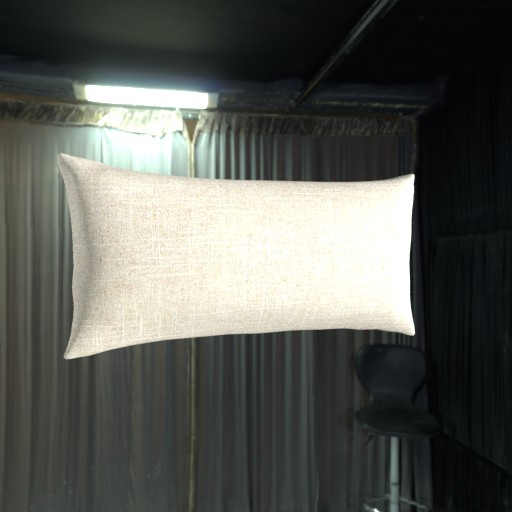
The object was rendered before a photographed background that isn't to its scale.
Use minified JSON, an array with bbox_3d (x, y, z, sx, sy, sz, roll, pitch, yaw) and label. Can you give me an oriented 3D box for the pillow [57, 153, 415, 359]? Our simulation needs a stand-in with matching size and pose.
[{"bbox_3d":[0.000,0.000,1.041,0.859,0.429,0.197,0,0,-16],"label":"pillow"}]
